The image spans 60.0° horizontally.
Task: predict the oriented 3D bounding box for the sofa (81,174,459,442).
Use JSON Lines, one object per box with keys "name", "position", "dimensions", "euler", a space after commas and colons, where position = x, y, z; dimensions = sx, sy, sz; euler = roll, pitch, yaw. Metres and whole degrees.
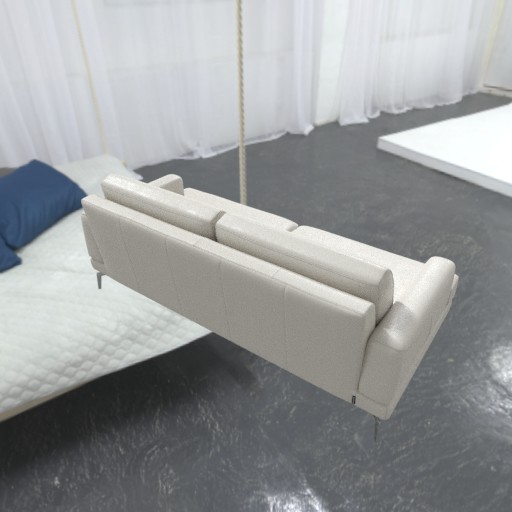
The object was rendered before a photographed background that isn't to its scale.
{"name": "sofa", "position": [0.000, 0.000, 2.440], "dimensions": [1.940, 0.765, 0.974], "euler": [21, 38, 30]}
